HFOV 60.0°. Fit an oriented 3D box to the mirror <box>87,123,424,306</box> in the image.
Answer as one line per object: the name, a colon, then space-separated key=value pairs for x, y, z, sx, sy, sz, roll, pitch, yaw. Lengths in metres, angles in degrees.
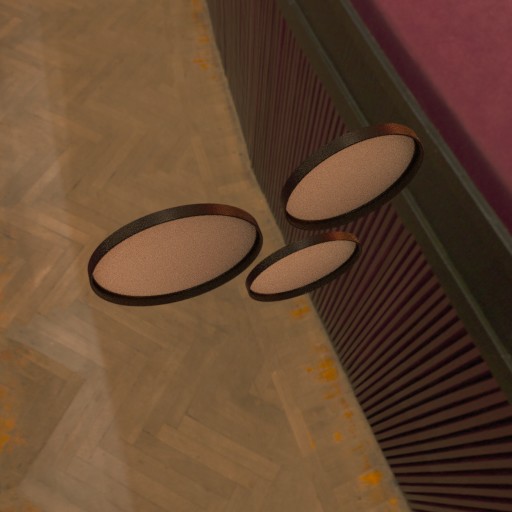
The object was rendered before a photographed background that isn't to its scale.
mirror: x=0.000 y=0.000 z=3.178 sx=2.160 sy=2.096 sz=0.076 roll=-17 pitch=65 yaw=-8
